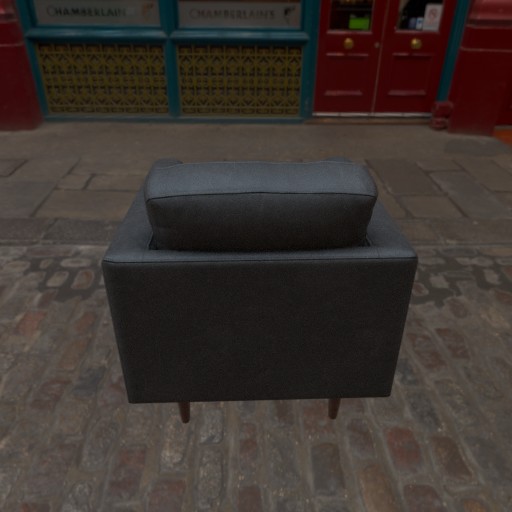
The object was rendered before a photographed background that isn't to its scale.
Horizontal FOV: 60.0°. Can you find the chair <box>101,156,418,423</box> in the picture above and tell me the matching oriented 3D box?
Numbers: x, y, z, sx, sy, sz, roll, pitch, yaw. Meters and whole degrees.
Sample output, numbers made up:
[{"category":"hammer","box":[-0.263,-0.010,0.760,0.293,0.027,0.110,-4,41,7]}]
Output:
[{"category":"chair","box":[0.000,0.000,1.607,0.831,0.898,0.879,-1,30,-2]}]
